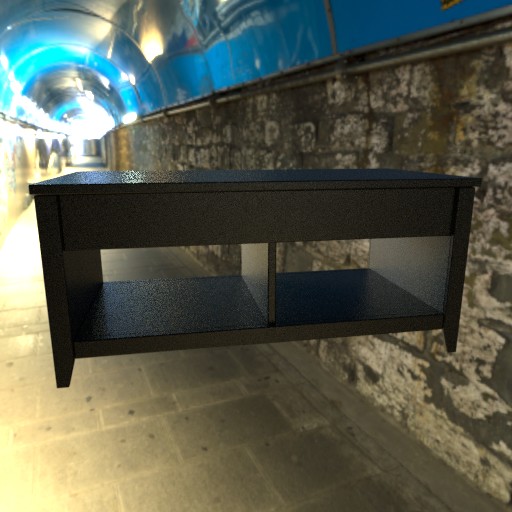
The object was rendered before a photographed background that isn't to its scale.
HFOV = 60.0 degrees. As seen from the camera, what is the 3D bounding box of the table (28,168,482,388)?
[{"bbox_3d":[0.000,0.000,1.260,1.016,0.457,0.483,-3,14,-10],"label":"table"}]
